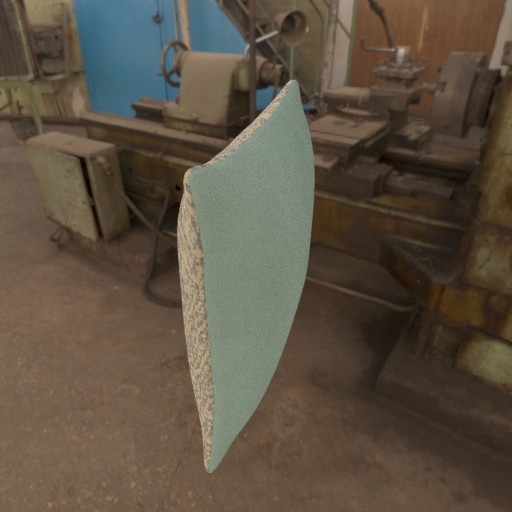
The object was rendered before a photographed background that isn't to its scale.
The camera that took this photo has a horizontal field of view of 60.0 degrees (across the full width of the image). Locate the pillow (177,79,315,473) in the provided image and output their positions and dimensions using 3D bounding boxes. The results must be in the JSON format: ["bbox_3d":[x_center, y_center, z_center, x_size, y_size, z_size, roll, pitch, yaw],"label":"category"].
[{"bbox_3d":[0.000,0.000,0.786,0.166,0.507,0.526,8,33,13],"label":"pillow"}]
